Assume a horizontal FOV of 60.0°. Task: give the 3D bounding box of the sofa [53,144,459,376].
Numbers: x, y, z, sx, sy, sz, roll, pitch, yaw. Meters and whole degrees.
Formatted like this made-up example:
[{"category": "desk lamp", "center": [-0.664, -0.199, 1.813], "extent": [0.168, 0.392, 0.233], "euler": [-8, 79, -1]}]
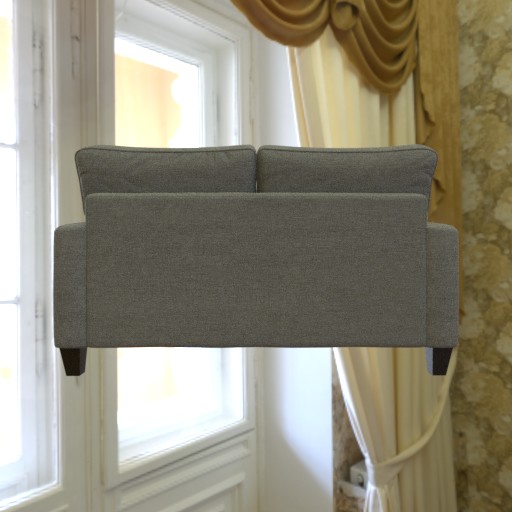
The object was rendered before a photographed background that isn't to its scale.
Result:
[{"category": "sofa", "center": [0.000, 0.000, 2.227], "extent": [1.651, 0.965, 0.965], "euler": [0, 1, 0]}]
